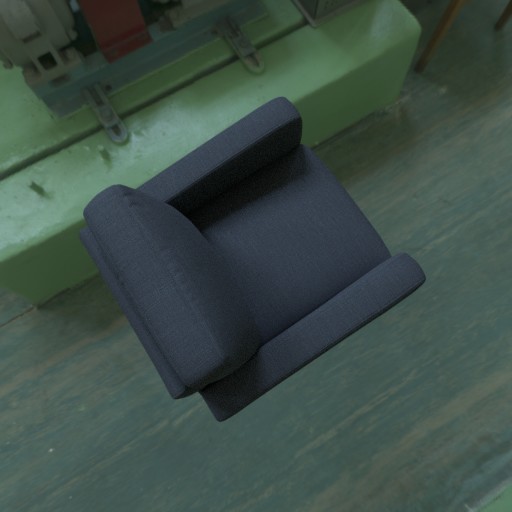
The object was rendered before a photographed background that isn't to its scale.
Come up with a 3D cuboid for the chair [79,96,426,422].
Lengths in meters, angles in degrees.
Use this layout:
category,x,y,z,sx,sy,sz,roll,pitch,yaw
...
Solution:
category,x,y,z,sx,sy,sz,roll,pitch,yaw
chair,0.000,0.000,1.522,0.863,0.855,0.798,-32,77,-8
